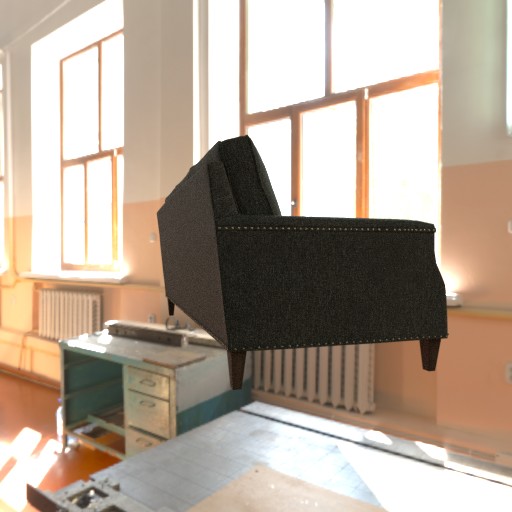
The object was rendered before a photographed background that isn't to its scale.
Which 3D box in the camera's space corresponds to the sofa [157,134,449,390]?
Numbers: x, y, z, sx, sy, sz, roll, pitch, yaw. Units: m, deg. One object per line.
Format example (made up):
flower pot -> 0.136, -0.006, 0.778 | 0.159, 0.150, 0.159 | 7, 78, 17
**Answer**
sofa -> 0.000, 0.000, 2.821 | 1.084, 1.003, 2.246 | 0, 0, -17
